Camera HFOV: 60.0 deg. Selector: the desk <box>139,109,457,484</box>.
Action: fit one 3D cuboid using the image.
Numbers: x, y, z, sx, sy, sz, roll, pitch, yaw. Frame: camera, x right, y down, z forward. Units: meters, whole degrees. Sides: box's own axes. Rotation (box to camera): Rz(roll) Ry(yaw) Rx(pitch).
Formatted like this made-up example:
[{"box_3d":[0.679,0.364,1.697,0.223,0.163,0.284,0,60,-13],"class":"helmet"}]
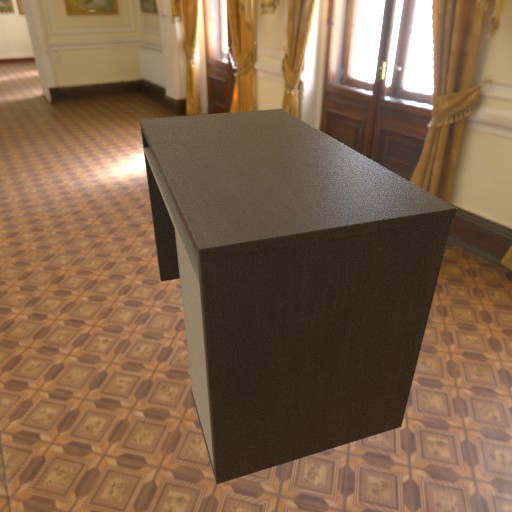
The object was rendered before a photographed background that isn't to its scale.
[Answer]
[{"box_3d":[0.000,0.000,1.568,0.600,0.750,1.100,-10,32,-16],"class":"desk"}]
